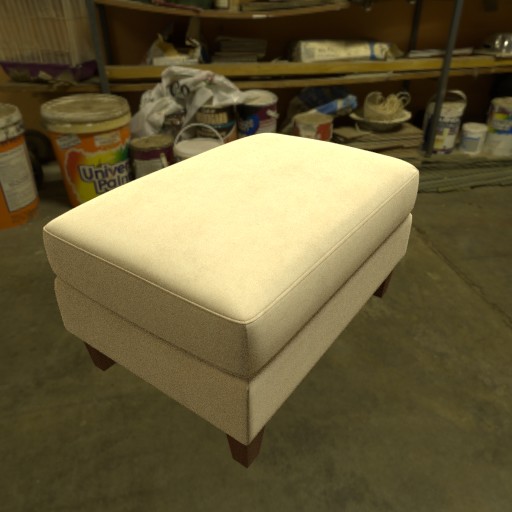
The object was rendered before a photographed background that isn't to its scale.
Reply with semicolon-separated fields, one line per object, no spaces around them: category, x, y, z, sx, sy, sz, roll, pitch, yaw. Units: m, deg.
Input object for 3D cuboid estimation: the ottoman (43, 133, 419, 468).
ottoman;0.000;0.000;1.197;0.584;0.483;0.864;21;37;30
